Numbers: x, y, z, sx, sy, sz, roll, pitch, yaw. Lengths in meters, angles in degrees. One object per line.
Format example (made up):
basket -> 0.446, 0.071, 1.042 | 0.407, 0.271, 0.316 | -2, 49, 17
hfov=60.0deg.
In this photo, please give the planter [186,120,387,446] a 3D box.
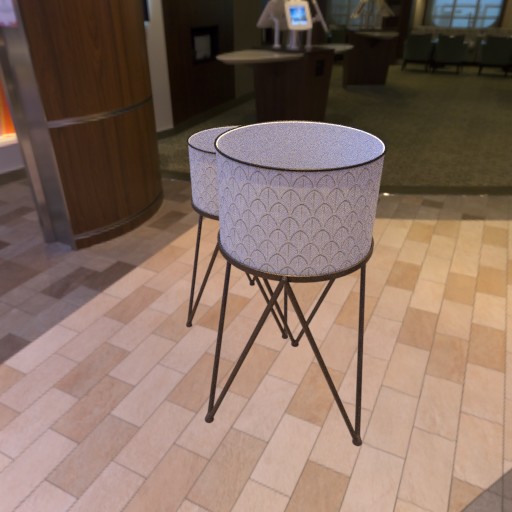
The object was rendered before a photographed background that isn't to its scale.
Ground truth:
planter -> 0.000, 0.000, 1.184 | 0.413, 0.712, 0.769 | -10, 32, -17
